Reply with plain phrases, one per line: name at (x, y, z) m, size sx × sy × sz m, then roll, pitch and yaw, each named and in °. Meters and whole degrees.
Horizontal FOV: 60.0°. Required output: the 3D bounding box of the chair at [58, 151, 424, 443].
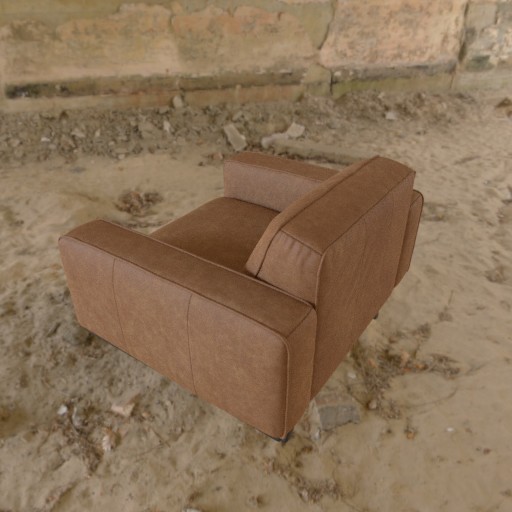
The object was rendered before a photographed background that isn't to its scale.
chair at (0.000, 0.000, 1.761) m, size 0.952 × 0.782 × 1.118 m, roll 20°, pitch 37°, yaw 29°
